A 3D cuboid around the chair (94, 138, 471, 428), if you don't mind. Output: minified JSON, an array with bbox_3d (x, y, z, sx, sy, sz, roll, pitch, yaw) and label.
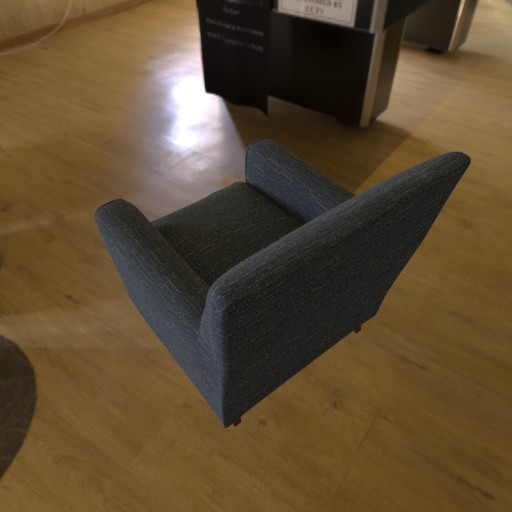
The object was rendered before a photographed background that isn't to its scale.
[{"bbox_3d":[0.000,0.000,1.605,0.864,0.928,0.873,-30,52,-26],"label":"chair"}]
